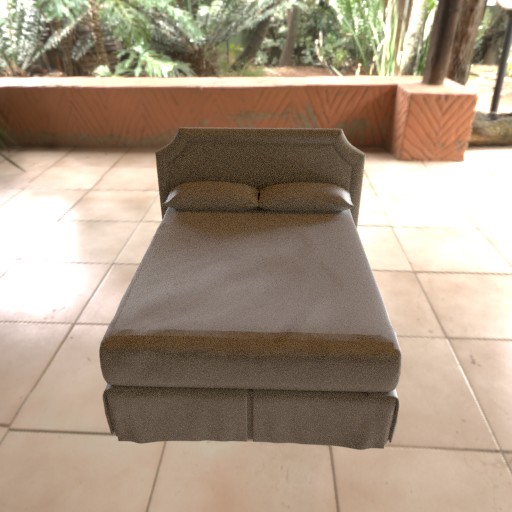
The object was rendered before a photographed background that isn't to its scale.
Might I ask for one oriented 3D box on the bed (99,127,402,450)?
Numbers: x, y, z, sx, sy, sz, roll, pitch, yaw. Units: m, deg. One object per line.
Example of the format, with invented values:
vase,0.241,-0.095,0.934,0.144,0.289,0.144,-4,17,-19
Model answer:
bed,0.000,0.000,3.156,1.828,1.297,2.164,1,30,2
